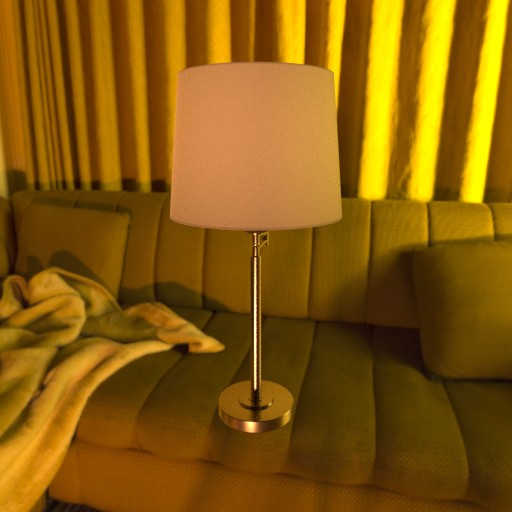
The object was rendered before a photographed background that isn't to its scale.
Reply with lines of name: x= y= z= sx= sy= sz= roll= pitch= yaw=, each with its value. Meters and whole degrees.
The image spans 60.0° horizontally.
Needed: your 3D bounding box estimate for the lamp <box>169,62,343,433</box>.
lamp: x=0.000 y=0.000 z=0.888 sx=0.333 sy=0.696 sz=0.333 roll=0 pitch=14 yaw=0
